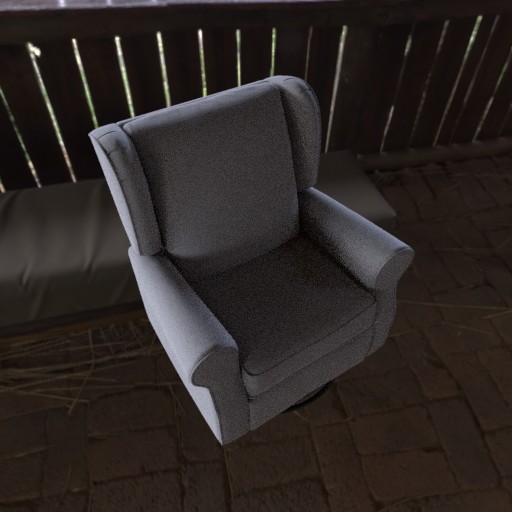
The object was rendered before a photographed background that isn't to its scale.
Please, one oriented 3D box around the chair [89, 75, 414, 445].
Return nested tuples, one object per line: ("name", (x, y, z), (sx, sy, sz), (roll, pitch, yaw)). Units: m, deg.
("chair", (0.000, 0.000, 1.685), (0.906, 0.966, 0.854), (-25, 52, -22))
